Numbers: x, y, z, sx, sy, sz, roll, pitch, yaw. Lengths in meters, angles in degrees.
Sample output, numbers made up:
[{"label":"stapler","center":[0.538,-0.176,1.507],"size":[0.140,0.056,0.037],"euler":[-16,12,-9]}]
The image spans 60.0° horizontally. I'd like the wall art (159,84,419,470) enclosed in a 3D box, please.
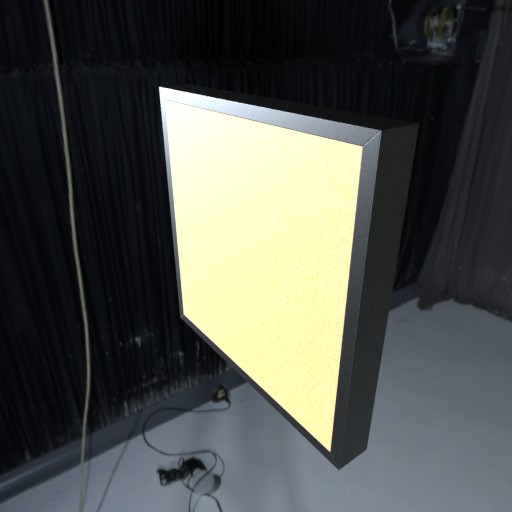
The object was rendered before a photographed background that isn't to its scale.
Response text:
[{"label":"wall art","center":[0.000,0.000,0.454],"size":[0.038,0.304,0.304],"euler":[-19,32,-32]}]
